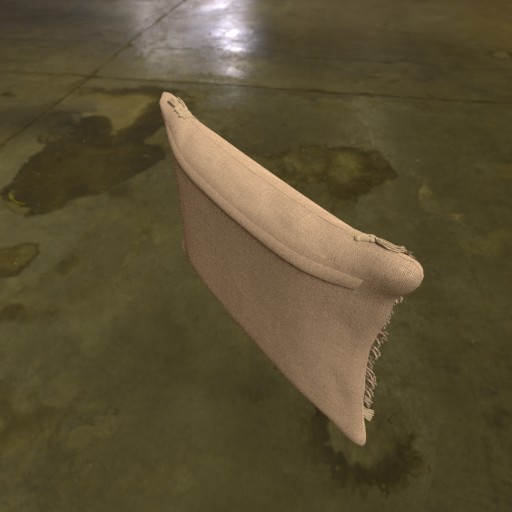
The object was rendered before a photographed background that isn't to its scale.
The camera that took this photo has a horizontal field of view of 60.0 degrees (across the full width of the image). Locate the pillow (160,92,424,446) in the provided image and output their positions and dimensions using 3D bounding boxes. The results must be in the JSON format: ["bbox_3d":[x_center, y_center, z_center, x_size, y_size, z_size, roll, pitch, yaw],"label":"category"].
[{"bbox_3d":[0.000,0.000,0.593,0.084,0.305,0.466,-25,47,-26],"label":"pillow"}]
